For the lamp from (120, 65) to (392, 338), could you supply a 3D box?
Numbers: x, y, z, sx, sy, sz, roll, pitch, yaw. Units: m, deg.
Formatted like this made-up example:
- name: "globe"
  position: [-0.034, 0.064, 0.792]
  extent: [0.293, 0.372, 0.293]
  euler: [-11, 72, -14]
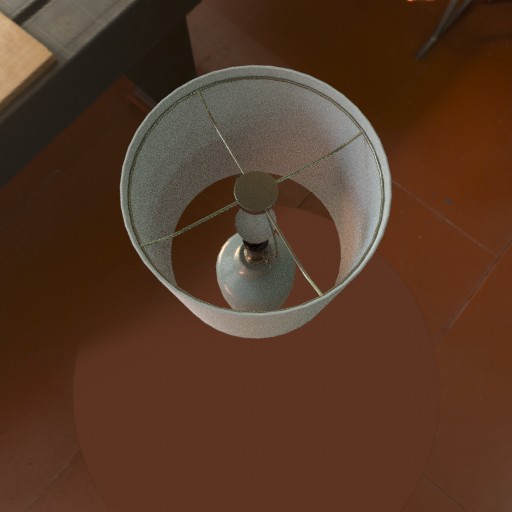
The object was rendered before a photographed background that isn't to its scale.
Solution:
- name: "lamp"
  position: [0.000, 0.000, 0.590]
  extent: [0.220, 0.475, 0.220]
  euler: [-15, 76, -4]
